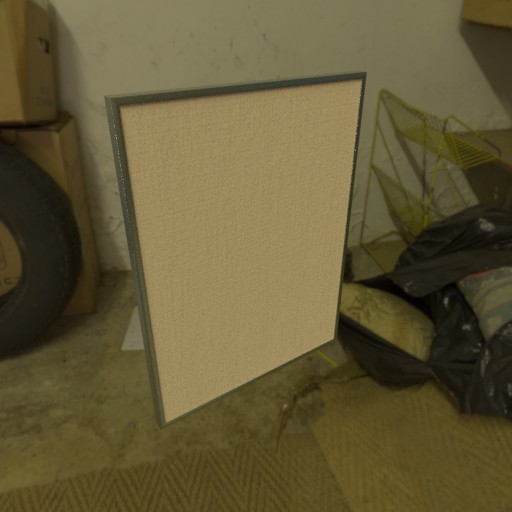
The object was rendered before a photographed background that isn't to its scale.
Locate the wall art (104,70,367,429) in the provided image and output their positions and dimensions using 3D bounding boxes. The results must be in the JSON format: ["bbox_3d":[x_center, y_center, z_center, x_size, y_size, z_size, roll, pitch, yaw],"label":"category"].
[{"bbox_3d":[0.000,0.000,1.440,0.803,1.062,0.041,-19,34,-30],"label":"wall art"}]
